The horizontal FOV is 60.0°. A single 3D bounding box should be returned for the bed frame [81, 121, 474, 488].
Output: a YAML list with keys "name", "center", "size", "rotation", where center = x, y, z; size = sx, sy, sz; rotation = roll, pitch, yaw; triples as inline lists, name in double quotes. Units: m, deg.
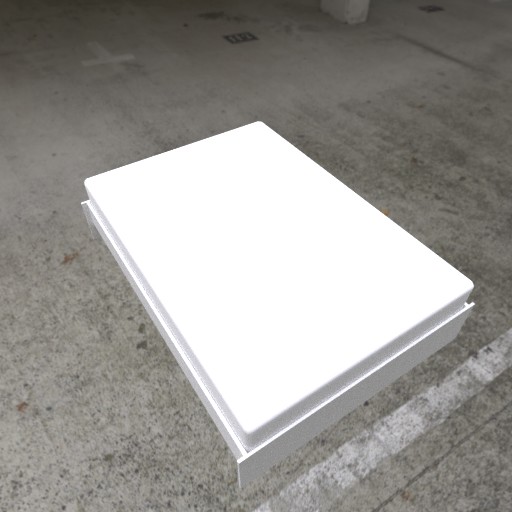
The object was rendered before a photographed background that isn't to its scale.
- name: "bed frame"
  center: [0.000, 0.000, 2.644]
  size: [1.445, 0.497, 1.945]
  rotation: [-25, 51, -23]
